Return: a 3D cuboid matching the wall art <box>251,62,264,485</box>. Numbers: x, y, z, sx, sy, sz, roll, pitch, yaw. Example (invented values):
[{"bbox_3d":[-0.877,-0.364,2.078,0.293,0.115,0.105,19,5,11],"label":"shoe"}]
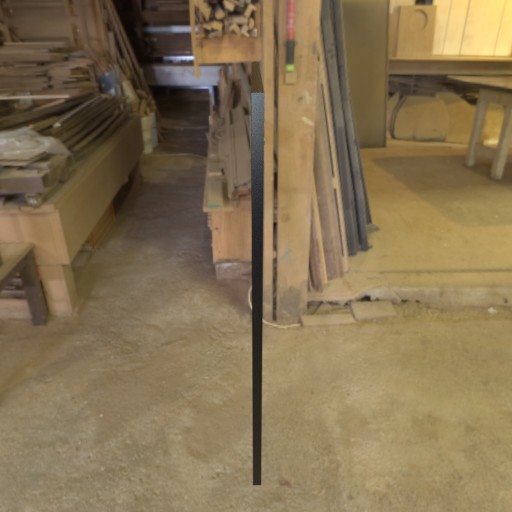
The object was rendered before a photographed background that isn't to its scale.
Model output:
[{"bbox_3d":[0.000,0.000,0.760,0.013,0.582,0.442,0,27,0],"label":"wall art"}]
